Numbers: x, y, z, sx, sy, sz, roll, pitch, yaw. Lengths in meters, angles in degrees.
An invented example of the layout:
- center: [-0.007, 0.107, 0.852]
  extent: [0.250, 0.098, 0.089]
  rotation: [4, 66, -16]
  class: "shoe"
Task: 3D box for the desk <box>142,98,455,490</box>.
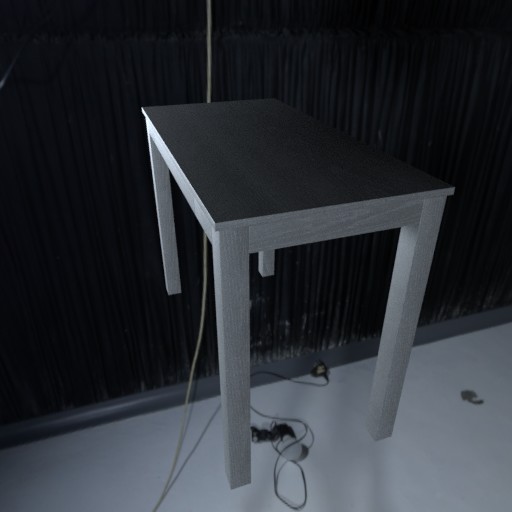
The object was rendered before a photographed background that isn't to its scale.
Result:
- center: [0.000, 0.000, 1.413]
  extent: [0.499, 0.762, 0.991]
  rotation: [-10, 31, -17]
  class: "desk"
